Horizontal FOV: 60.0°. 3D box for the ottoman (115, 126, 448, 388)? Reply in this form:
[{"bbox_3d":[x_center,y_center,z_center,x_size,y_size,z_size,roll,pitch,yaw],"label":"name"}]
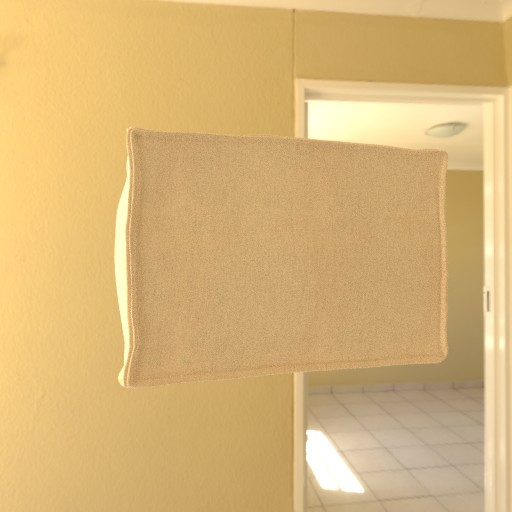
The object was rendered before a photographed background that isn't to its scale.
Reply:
[{"bbox_3d":[0.000,0.000,1.166,0.707,0.470,0.696,0,0,-17],"label":"ottoman"}]
